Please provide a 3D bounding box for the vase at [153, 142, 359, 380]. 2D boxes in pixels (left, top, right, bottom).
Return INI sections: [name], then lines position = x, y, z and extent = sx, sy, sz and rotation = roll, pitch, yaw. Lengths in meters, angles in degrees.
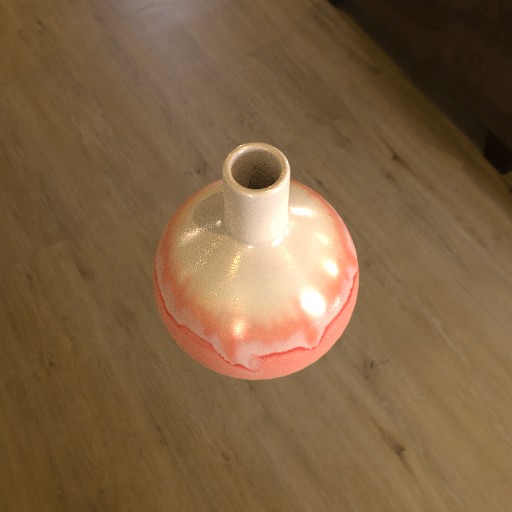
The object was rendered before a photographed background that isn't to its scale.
[vase]
position = 0.000, 0.000, 0.275
extent = 0.137, 0.176, 0.137
rotation = 0, 64, 0
